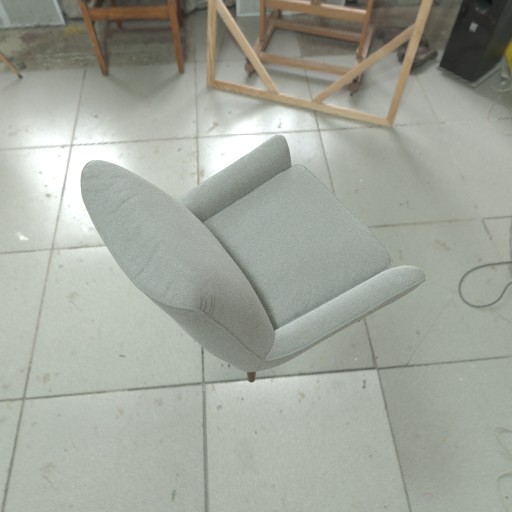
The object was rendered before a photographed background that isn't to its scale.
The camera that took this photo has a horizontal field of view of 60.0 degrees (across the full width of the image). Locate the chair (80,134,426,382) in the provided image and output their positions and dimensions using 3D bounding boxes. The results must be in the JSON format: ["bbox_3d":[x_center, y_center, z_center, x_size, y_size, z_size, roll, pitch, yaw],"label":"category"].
[{"bbox_3d":[0.000,0.000,1.474,0.822,0.888,0.787,-30,63,-18],"label":"chair"}]
